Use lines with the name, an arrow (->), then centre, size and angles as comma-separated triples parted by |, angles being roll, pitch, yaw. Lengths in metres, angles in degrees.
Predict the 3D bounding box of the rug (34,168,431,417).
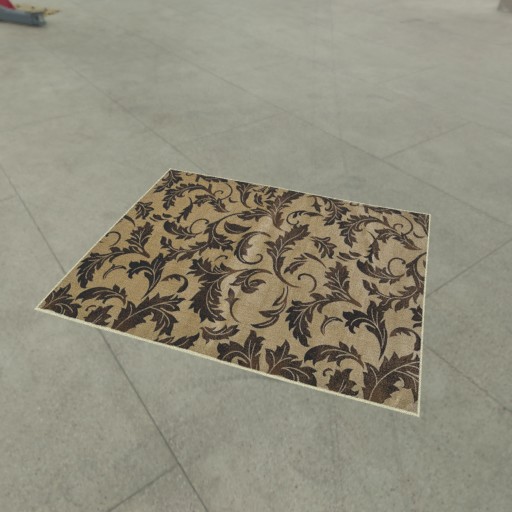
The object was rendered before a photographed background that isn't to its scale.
rug -> 0.000, 0.000, 4.034 | 2.977, 0.008, 2.380 | 12, 42, 14
